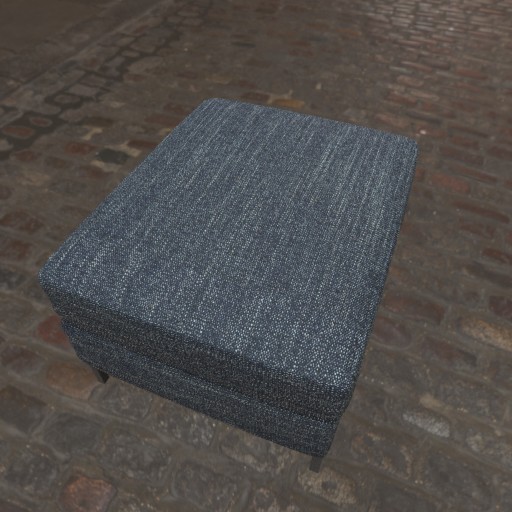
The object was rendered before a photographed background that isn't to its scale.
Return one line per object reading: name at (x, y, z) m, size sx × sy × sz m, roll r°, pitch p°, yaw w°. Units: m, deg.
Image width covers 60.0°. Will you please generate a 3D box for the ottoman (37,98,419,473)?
ottoman at (0.000, 0.000, 1.183) m, size 0.667 × 0.491 × 0.814 m, roll 17°, pitch 49°, yaw 15°
